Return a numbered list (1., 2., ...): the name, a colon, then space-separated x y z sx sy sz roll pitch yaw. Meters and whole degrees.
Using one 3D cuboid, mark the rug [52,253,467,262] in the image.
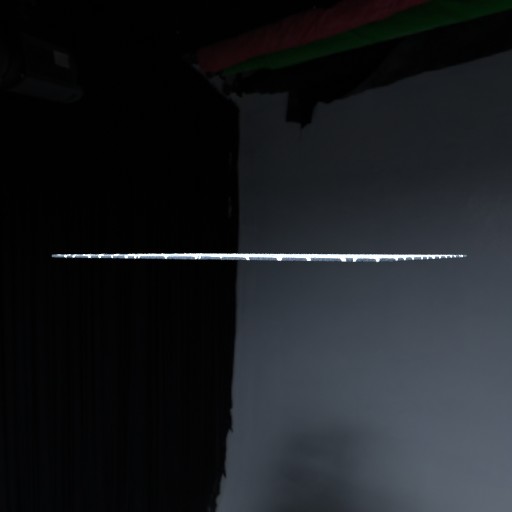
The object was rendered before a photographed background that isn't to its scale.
1. rug: 0.000 0.000 2.336 1.830 0.013 1.223 0 1 36
